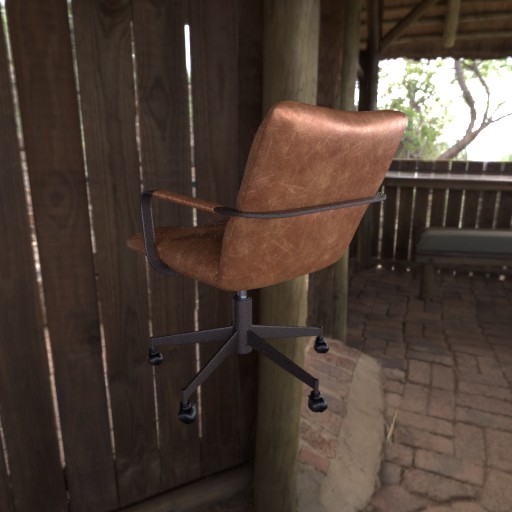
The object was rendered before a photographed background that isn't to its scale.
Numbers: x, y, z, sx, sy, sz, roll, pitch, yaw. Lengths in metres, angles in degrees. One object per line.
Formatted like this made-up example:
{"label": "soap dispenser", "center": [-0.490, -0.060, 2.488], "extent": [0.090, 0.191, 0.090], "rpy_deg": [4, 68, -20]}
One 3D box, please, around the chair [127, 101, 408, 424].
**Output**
{"label": "chair", "center": [0.000, 0.000, 1.487], "extent": [0.727, 0.922, 0.754], "rpy_deg": [-14, 20, -42]}
